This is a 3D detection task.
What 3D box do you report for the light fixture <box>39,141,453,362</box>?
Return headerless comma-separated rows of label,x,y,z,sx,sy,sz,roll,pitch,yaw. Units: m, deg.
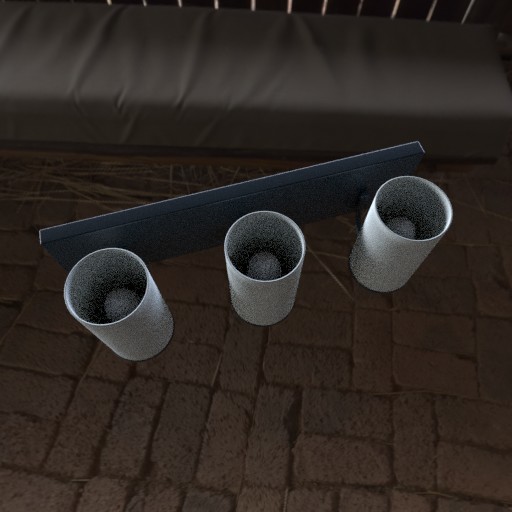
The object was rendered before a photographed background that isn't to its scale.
light fixture,0.000,0.000,0.524,0.451,0.172,0.145,-14,65,-7
